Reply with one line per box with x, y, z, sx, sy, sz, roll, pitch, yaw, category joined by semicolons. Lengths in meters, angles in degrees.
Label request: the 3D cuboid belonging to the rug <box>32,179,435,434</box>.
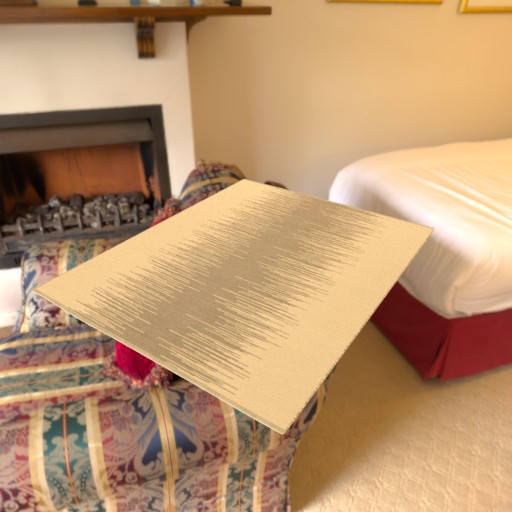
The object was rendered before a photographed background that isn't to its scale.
0.000;0.000;4.148;2.453;0.010;3.037;20;36;29;rug
